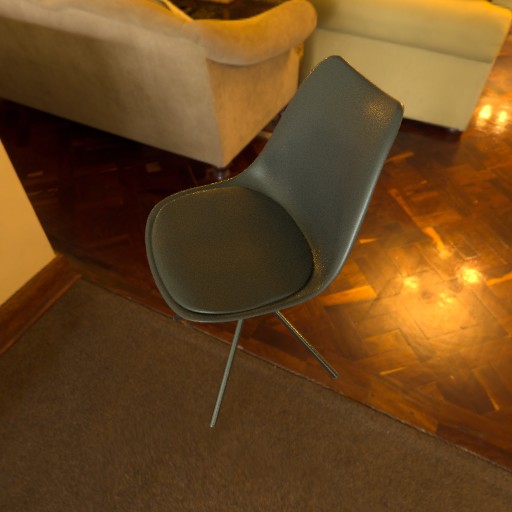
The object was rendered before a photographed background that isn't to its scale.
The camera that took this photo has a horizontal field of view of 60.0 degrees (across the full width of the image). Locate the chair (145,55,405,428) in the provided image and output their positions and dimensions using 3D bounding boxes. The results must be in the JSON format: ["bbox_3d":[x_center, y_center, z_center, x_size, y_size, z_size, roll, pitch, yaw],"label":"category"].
[{"bbox_3d":[0.000,0.000,1.136,0.525,0.850,0.461,-17,49,-15],"label":"chair"}]
